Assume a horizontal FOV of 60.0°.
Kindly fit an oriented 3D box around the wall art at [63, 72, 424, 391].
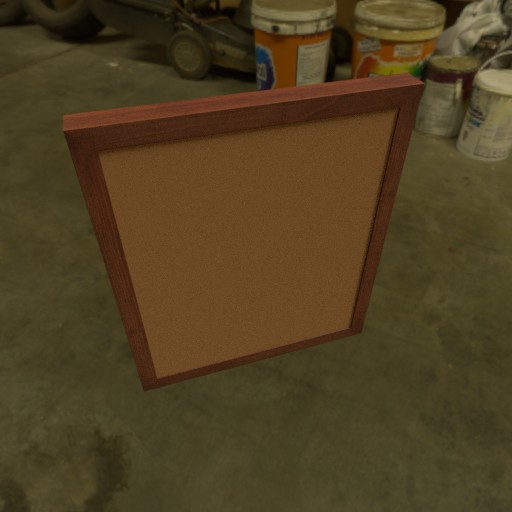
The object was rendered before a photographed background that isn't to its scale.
[{"bbox_3d":[0.000,0.000,0.526,0.330,0.381,0.030,-12,43,-13],"label":"wall art"}]
